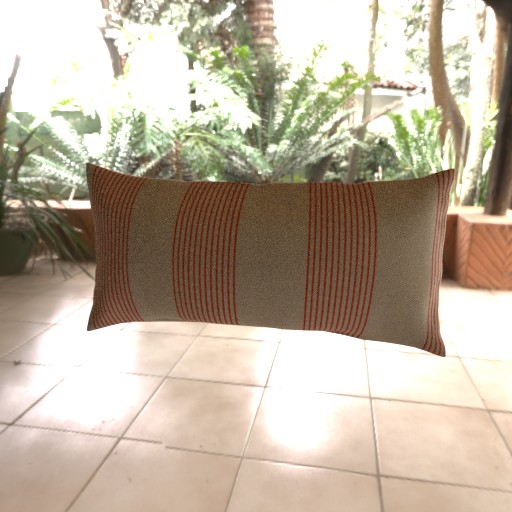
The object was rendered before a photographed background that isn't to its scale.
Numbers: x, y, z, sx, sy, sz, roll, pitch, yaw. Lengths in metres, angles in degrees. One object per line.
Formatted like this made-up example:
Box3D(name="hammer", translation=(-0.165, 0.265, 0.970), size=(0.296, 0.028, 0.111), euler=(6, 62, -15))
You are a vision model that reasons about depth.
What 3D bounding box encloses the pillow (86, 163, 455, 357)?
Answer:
Box3D(name="pillow", translation=(0.000, 0.000, 0.727), size=(0.608, 0.292, 0.156), euler=(2, 15, 9))
